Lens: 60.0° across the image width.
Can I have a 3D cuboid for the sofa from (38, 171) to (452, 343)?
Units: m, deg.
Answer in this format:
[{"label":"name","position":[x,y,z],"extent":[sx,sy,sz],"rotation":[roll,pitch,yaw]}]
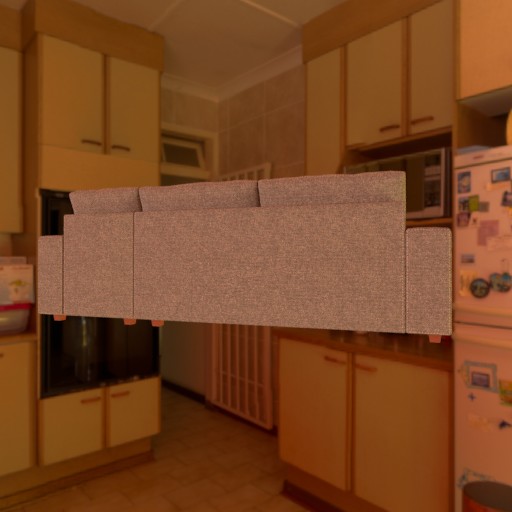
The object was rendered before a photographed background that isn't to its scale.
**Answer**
[{"label":"sofa","position":[0.000,0.000,3.514],"extent":[2.718,0.940,1.689],"rotation":[0,0,19]}]
